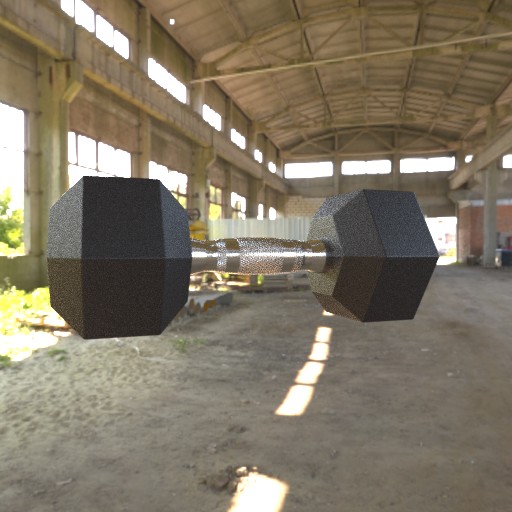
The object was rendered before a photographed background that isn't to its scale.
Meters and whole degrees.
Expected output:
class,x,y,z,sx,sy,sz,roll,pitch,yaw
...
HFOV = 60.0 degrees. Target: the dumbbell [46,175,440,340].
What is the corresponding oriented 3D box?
class,x,y,z,sx,sy,sz,roll,pitch,yaw
dumbbell,0.000,0.000,0.376,0.315,0.113,0.129,0,1,-19
